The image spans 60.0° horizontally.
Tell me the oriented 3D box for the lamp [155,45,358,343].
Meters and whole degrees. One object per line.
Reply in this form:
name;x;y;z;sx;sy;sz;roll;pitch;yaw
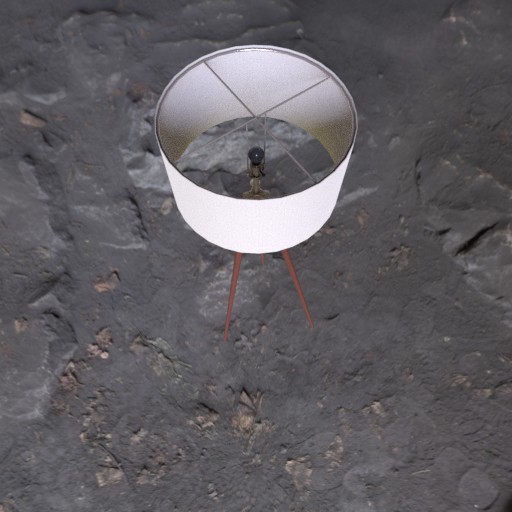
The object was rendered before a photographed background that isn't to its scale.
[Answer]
lamp;0.000;0.000;1.757;0.483;1.553;0.483;-33;69;-15
